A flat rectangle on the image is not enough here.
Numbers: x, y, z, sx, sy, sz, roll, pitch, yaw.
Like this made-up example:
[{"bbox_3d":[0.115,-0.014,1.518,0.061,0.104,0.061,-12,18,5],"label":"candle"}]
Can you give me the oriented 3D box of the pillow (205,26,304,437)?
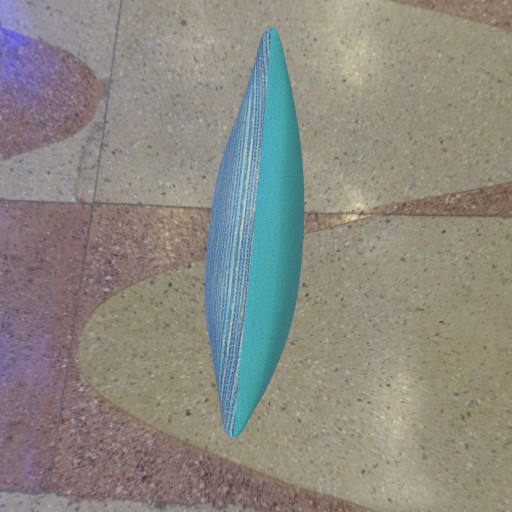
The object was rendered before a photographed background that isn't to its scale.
[{"bbox_3d":[0.000,0.000,0.760,0.150,0.497,0.514,5,76,1],"label":"pillow"}]
